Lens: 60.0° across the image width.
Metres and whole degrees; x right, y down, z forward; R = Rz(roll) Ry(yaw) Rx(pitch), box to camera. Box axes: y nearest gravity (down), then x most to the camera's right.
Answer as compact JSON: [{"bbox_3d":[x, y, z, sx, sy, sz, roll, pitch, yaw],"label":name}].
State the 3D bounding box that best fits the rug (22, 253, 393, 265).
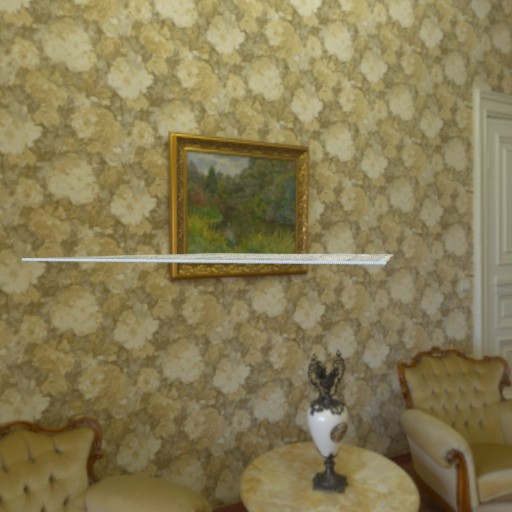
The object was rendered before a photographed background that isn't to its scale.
[{"bbox_3d":[0.000,0.000,3.935,2.311,0.032,2.921,0,1,18],"label":"rug"}]
